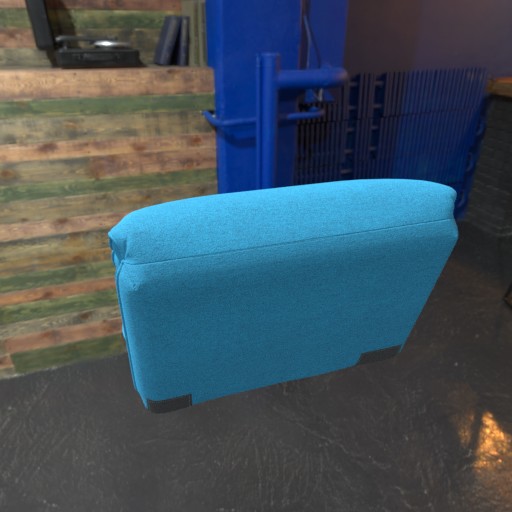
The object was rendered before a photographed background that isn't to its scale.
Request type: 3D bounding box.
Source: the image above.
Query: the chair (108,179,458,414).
[{"bbox_3d":[0.000,0.000,1.337,0.820,0.580,0.780,-9,29,-16],"label":"chair"}]
